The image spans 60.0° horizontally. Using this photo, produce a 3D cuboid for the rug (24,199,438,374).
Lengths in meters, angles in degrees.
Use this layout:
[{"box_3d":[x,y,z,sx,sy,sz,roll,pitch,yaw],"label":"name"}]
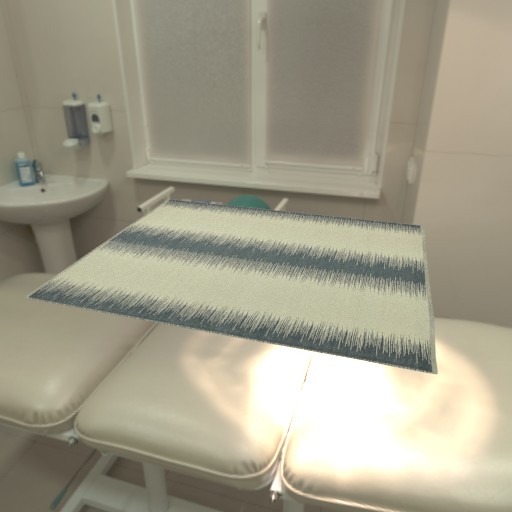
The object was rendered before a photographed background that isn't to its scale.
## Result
[{"box_3d":[0.000,0.000,4.099,3.037,0.004,2.453,8,27,15],"label":"rug"}]
